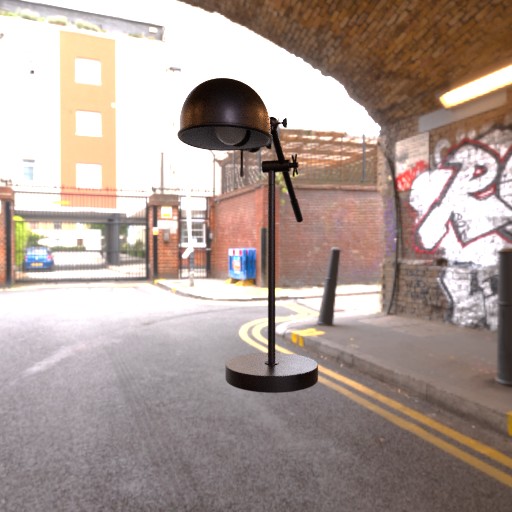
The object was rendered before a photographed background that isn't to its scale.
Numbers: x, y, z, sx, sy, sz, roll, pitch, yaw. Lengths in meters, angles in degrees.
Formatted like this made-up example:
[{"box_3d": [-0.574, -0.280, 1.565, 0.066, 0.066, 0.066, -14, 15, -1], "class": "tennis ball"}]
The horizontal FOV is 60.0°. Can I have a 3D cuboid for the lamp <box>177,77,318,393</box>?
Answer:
[{"box_3d": [0.000, 0.000, 0.785, 0.185, 0.495, 0.567, 0, 1, 17], "class": "lamp"}]
